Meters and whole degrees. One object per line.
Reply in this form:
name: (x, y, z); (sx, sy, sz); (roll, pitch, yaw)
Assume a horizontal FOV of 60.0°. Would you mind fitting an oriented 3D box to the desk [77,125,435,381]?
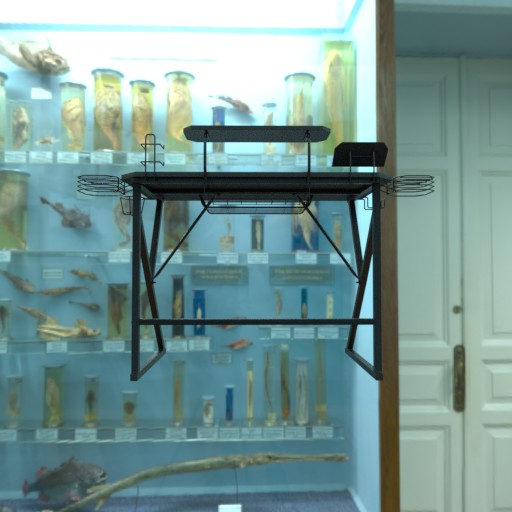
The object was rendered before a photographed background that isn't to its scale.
desk: (0.000, 0.000, 1.778); (1.290, 0.880, 0.580); (0, -2, -1)
